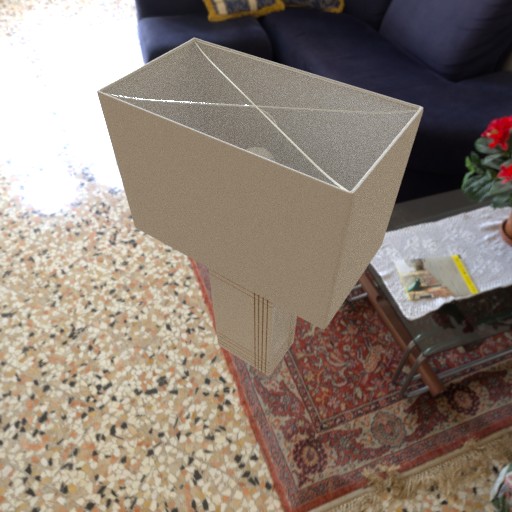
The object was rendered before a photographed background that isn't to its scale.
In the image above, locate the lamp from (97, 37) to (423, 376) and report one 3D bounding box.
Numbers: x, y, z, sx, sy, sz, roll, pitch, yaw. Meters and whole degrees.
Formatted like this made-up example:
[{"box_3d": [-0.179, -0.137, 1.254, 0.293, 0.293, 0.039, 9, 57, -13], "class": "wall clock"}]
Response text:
[{"box_3d": [0.000, 0.000, 0.711, 0.334, 0.543, 0.182, 27, 54, 22], "class": "lamp"}]
